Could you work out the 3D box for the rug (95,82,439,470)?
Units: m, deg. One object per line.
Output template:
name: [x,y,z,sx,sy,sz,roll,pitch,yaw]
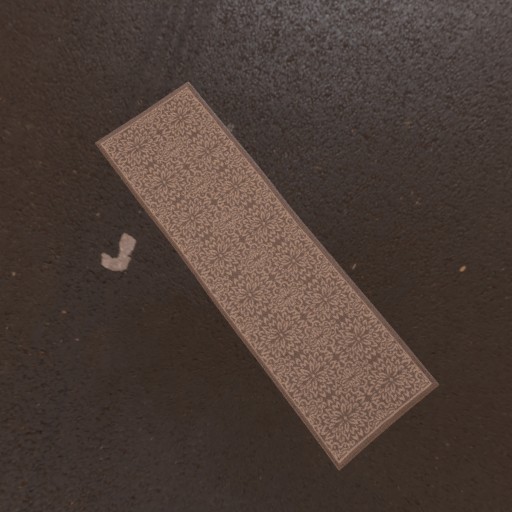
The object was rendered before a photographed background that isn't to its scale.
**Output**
rug: [0.000,0.000,2.403,0.662,0.011,2.196,-37,79,-8]
